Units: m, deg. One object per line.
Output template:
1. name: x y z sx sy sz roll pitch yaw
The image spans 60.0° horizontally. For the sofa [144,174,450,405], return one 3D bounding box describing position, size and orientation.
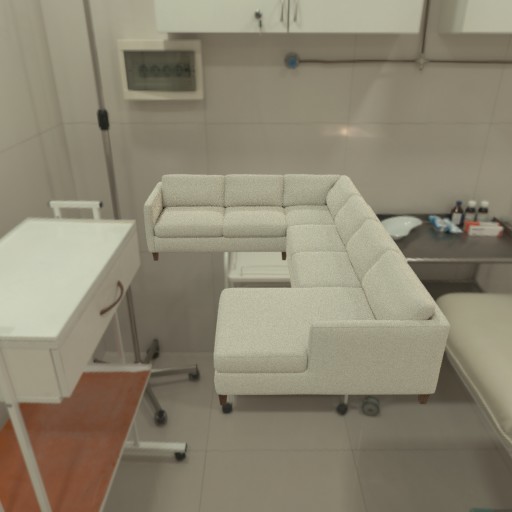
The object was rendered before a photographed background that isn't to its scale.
1. sofa: 0.000 0.000 4.408 2.551 0.853 3.238 0 26 0
